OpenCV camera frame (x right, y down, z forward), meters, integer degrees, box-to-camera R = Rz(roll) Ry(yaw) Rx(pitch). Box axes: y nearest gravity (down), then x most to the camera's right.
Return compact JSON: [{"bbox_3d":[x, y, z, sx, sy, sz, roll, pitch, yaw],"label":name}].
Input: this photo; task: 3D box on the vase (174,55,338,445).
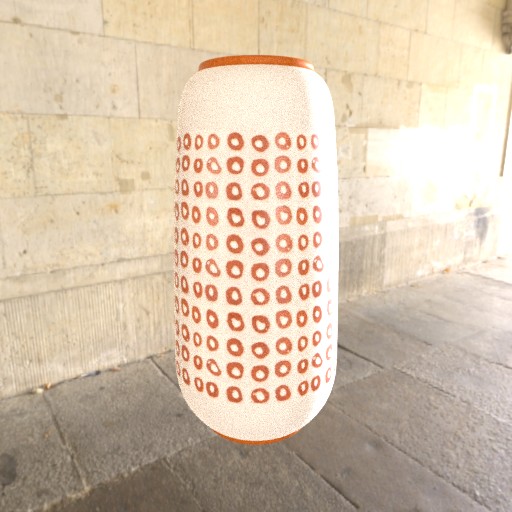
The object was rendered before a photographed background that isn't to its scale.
[{"bbox_3d":[0.000,0.000,0.353,0.133,0.282,0.133,0,14,0],"label":"vase"}]
